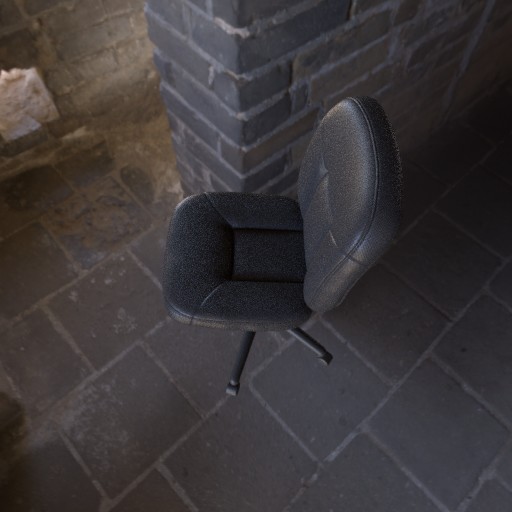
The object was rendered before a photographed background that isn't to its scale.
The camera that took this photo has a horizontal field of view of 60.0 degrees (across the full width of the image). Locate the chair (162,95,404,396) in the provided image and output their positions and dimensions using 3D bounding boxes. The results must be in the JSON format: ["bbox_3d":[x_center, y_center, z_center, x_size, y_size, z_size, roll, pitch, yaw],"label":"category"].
[{"bbox_3d":[0.000,0.000,1.382,0.646,0.959,0.647,0,60,0],"label":"chair"}]
